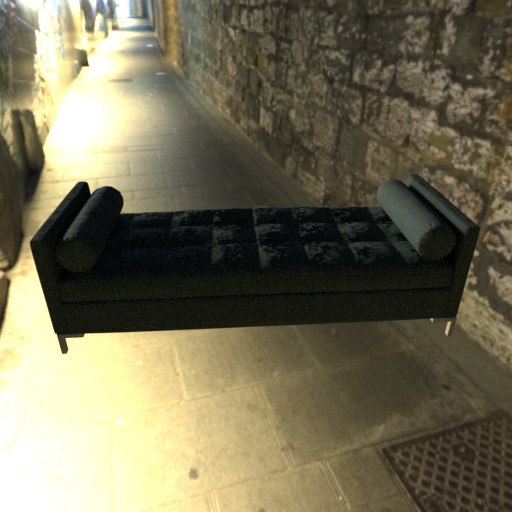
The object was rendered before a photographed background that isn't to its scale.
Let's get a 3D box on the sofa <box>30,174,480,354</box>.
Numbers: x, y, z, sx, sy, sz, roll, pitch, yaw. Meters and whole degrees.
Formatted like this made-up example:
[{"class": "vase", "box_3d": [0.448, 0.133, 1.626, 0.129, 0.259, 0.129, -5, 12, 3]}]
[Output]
[{"class": "sofa", "box_3d": [0.000, 0.000, 2.506, 2.102, 0.657, 0.797, -2, 29, -3]}]
